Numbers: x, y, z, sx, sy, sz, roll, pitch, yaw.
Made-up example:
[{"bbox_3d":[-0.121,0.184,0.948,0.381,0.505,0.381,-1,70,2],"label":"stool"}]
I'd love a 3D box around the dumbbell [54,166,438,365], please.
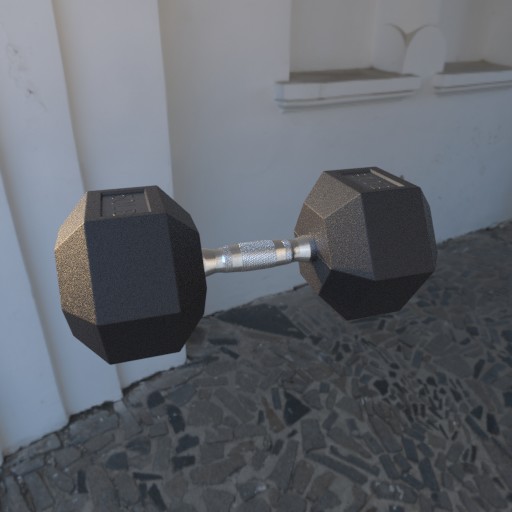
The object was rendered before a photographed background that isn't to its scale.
[{"bbox_3d":[0.000,0.000,0.479,0.384,0.150,0.173,-8,27,-15],"label":"dumbbell"}]
